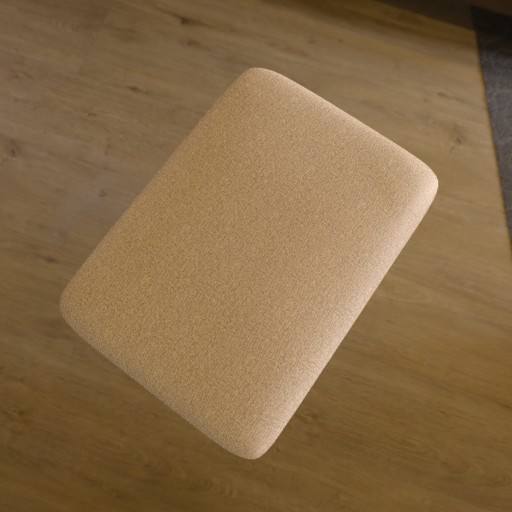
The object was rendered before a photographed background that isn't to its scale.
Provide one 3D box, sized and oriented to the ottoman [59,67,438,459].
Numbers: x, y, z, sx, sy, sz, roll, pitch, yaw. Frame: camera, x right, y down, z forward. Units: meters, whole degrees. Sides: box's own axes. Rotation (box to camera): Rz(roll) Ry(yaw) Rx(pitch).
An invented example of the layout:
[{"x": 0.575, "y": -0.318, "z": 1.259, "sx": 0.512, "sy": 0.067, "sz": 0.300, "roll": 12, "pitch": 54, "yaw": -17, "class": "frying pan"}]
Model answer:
[{"x": 0.000, "y": 0.000, "z": 1.095, "sx": 0.568, "sy": 0.420, "sz": 0.772, "roll": 35, "pitch": 79, "yaw": 8, "class": "ottoman"}]
